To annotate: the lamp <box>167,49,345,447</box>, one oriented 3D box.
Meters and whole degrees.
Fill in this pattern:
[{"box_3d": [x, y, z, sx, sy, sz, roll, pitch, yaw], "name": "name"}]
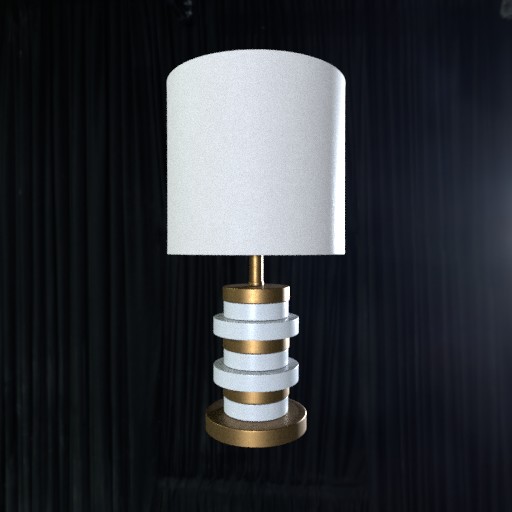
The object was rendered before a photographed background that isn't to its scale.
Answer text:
[{"box_3d": [0.000, 0.000, 0.534, 0.210, 0.410, 0.210, 0, 1, 0], "name": "lamp"}]
